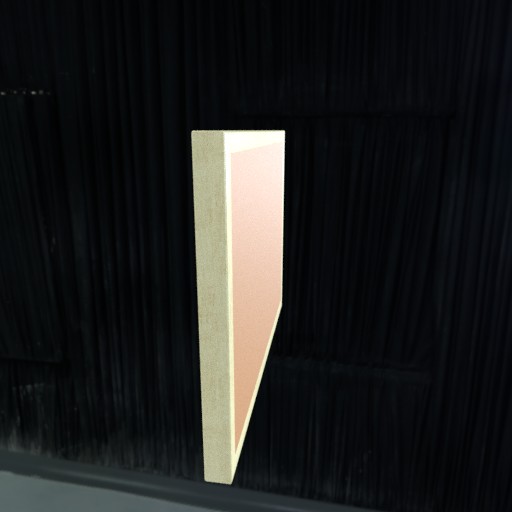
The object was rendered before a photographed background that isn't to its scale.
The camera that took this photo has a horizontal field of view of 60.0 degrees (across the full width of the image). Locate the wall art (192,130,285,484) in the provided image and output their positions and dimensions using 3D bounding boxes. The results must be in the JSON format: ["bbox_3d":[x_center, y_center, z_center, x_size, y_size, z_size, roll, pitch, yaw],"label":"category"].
[{"bbox_3d":[0.000,0.000,0.699,0.032,0.381,0.533,3,16,9],"label":"wall art"}]
